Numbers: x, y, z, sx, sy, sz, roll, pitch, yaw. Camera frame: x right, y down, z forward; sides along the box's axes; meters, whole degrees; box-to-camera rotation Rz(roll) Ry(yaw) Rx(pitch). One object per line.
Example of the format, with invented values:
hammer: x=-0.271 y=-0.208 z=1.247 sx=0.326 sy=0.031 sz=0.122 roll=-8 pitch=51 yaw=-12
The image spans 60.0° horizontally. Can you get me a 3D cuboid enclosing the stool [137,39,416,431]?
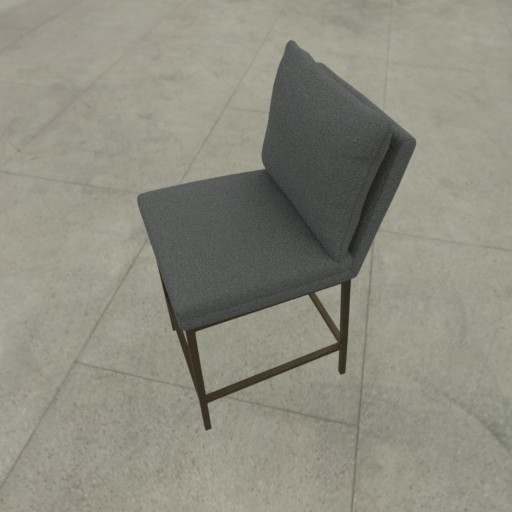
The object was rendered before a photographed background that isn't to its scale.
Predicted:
stool: x=0.000 y=0.000 z=1.307 sx=0.569 sy=1.030 sz=0.463 roll=-16 pitch=48 yaw=-15
